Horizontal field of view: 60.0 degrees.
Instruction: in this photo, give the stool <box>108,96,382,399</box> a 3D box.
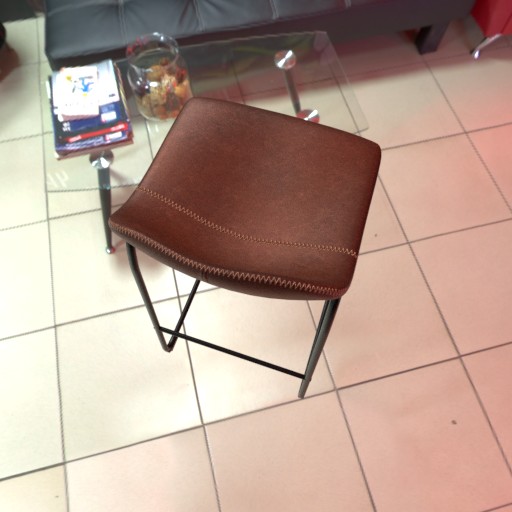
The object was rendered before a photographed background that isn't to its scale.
[{"bbox_3d":[0.000,0.000,1.094,0.454,0.830,0.473,17,66,8],"label":"stool"}]
